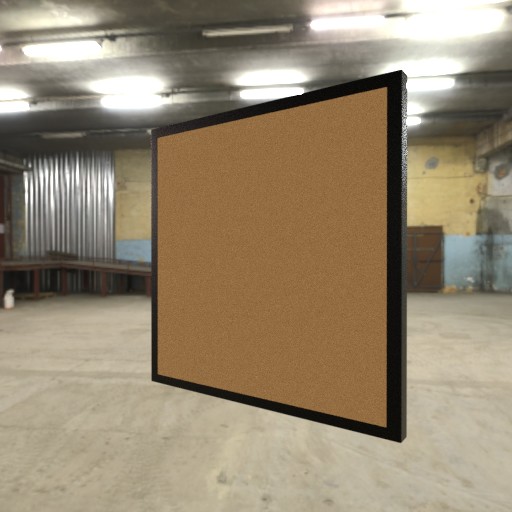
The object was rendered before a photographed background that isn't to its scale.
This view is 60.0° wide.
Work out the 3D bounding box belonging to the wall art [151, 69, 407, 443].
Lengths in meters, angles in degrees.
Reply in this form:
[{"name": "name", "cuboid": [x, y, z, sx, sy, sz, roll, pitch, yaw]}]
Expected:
[{"name": "wall art", "cuboid": [0.000, 0.000, 1.135, 0.755, 0.761, 0.038, 0, 0, 36]}]
